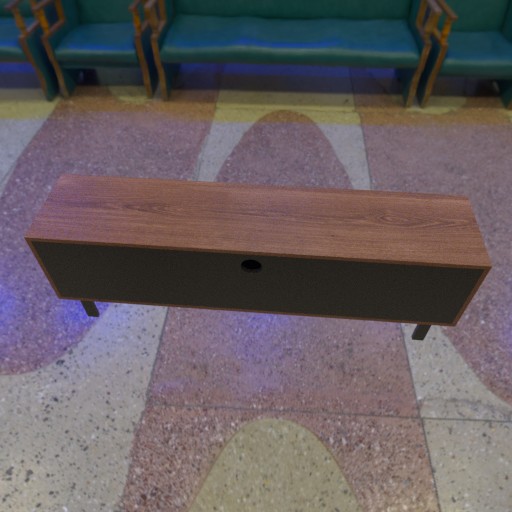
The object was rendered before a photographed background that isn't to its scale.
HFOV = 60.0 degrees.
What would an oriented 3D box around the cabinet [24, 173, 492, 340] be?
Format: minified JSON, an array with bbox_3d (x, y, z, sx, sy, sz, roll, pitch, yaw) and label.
[{"bbox_3d":[0.000,0.000,1.875,1.650,0.500,0.400,4,49,3],"label":"cabinet"}]
